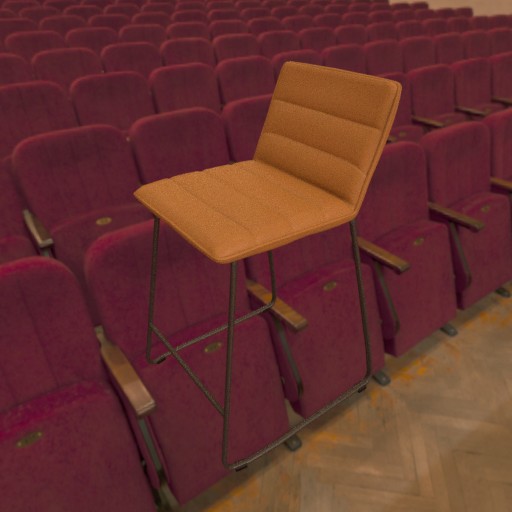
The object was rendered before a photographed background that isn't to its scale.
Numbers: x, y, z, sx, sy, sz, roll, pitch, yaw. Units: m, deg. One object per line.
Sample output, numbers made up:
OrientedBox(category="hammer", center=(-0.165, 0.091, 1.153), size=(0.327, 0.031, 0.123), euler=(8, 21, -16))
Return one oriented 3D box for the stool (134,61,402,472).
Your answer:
OrientedBox(category="stool", center=(0.000, 0.000, 1.154), size=(0.524, 0.866, 0.489), euler=(-21, 38, -30))
